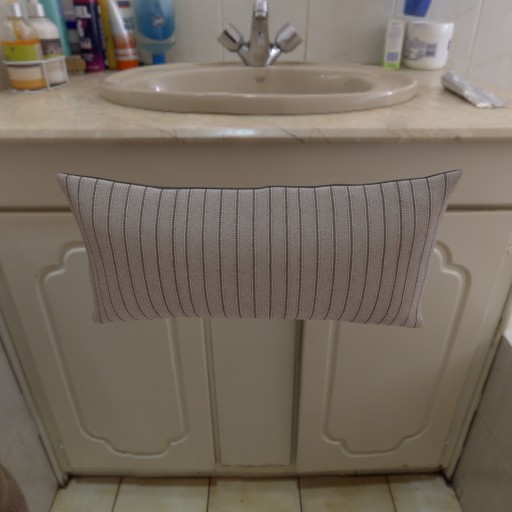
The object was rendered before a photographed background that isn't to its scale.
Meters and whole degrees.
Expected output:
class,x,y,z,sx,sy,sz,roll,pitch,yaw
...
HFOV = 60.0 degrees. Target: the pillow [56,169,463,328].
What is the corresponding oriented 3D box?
class,x,y,z,sx,sy,sz,roll,pitch,yaw
pillow,0.000,0.000,0.736,0.609,0.305,0.151,1,30,2
